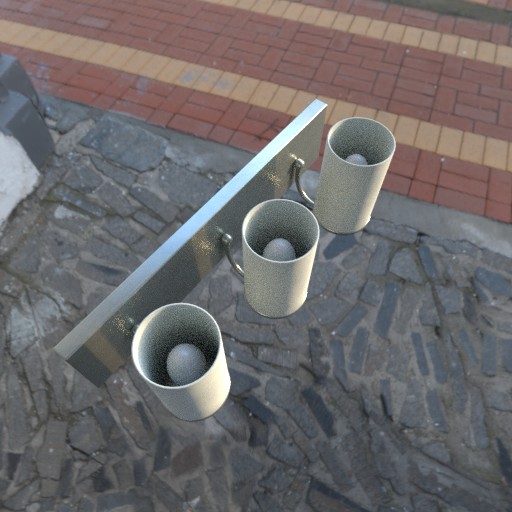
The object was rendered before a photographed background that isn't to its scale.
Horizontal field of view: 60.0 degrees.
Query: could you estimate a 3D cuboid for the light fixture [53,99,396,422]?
[{"bbox_3d":[0.000,0.000,0.537,0.145,0.172,0.451,34,65,18],"label":"light fixture"}]
